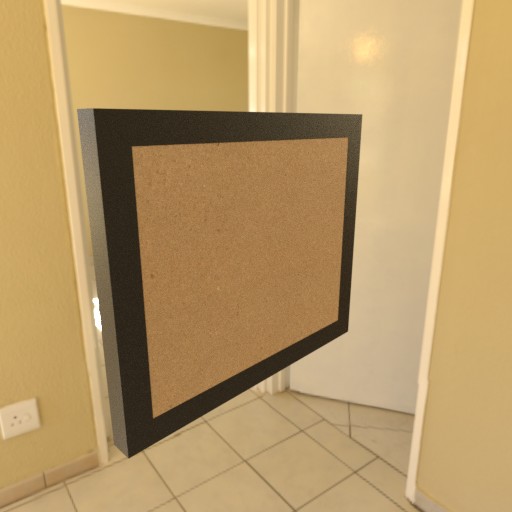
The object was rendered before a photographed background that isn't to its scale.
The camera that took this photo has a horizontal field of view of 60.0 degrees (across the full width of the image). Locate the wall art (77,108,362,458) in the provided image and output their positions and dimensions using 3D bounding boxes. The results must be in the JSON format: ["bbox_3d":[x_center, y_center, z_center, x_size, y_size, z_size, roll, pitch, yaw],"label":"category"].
[{"bbox_3d":[0.000,0.000,0.521,0.028,0.321,0.381,16,23,42],"label":"wall art"}]
